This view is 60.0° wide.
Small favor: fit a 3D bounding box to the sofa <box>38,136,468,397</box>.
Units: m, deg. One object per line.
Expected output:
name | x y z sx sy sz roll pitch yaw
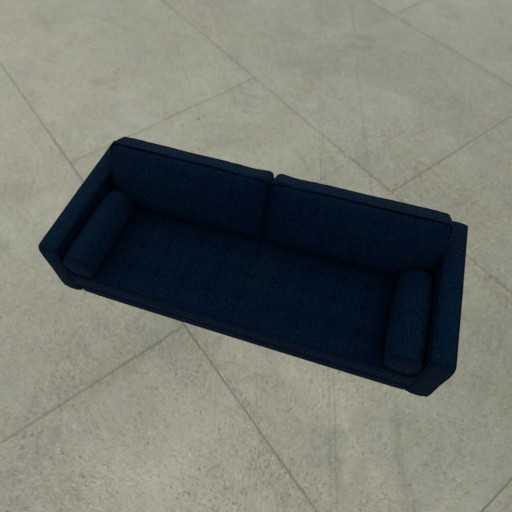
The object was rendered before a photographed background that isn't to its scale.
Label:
sofa | 0.000 0.000 2.577 2.210 0.762 0.914 15 58 10
